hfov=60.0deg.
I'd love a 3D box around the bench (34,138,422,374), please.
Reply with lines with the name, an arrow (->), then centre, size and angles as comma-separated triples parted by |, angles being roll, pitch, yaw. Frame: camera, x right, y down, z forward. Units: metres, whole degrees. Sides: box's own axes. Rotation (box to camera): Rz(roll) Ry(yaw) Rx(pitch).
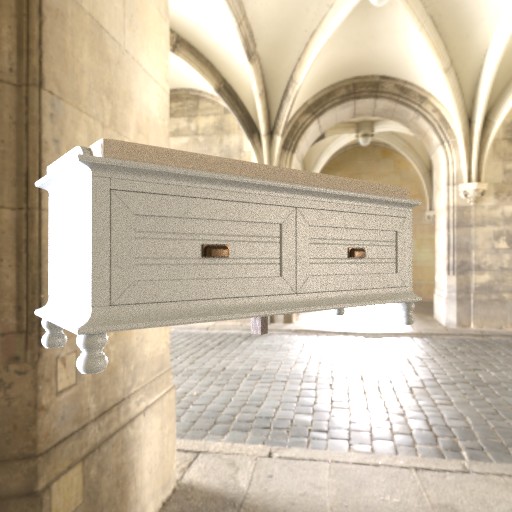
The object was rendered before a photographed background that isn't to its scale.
bench -> 0.000, 0.000, 1.386 | 1.185, 0.486, 0.402 | 0, 0, -37
